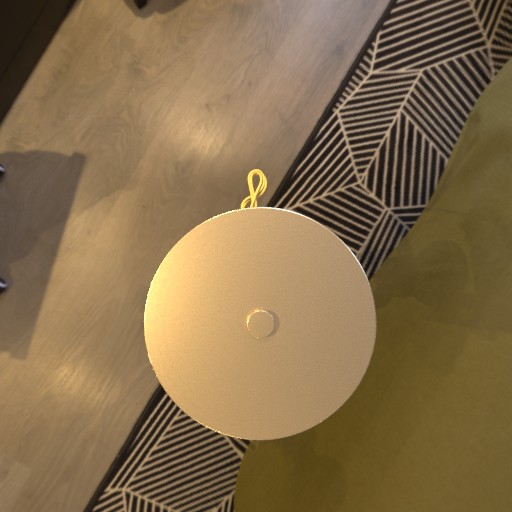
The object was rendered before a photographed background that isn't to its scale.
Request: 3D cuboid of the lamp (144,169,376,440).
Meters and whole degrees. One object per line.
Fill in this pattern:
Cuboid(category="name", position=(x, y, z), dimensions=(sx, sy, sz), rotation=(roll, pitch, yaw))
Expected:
Cuboid(category="lamp", position=(0.000, 0.000, 0.681), dimensions=(0.229, 0.508, 0.369), rotation=(0, 89, -1))
